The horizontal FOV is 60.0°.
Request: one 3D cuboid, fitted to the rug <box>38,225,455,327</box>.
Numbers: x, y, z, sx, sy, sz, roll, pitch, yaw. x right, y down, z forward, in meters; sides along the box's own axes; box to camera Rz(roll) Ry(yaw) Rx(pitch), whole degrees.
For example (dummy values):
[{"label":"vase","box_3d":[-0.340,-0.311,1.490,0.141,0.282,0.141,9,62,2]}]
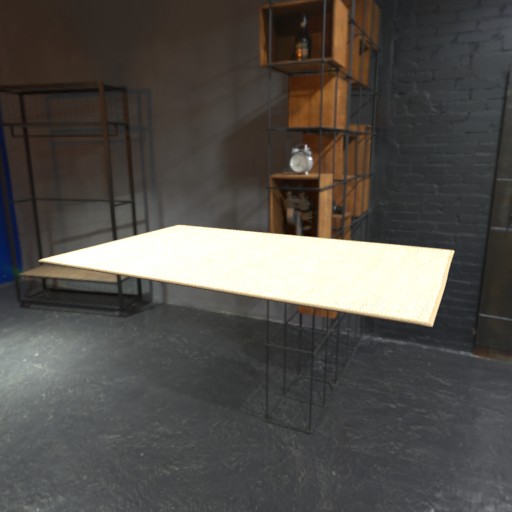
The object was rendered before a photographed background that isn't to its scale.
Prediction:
[{"label":"rug","box_3d":[0.000,0.000,2.089,1.667,0.013,1.062,7,15,26]}]
